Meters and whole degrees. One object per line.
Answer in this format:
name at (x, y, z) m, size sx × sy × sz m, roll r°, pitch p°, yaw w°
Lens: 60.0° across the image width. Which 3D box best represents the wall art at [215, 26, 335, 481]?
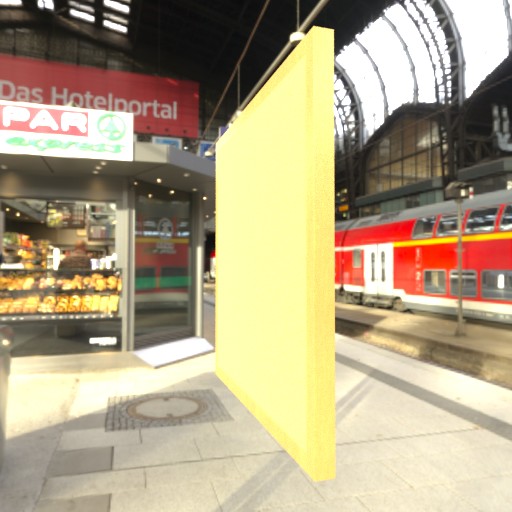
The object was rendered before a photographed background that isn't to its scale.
wall art at (0.000, 0.000, 2.819) m, size 0.097 × 1.936 × 1.935 m, roll 0°, pitch -1°, yaw -18°
